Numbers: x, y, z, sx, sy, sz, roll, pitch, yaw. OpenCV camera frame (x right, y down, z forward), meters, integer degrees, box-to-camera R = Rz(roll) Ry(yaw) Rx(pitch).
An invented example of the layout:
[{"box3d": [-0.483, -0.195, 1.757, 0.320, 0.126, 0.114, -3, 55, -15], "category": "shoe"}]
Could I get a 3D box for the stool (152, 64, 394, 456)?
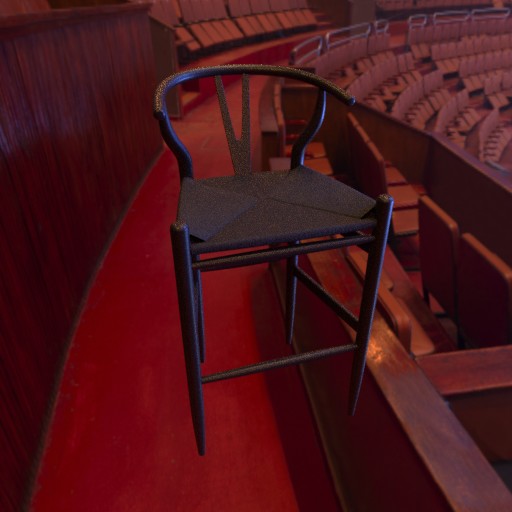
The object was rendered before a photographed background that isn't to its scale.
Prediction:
[{"box3d": [0.000, 0.000, 1.428, 0.569, 1.072, 0.579, -9, 32, -14], "category": "stool"}]
